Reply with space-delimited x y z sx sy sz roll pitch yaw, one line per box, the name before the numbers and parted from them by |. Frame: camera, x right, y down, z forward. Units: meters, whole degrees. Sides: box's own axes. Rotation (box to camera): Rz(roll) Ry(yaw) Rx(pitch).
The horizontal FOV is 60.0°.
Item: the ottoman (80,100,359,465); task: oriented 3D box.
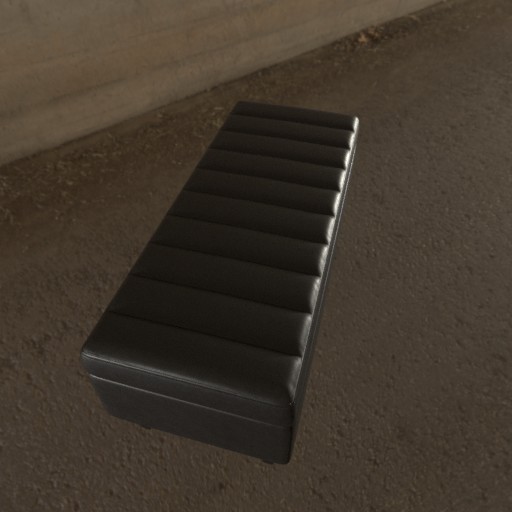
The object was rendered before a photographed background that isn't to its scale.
ottoman | 0.000 0.000 1.411 0.482 0.469 1.151 11 47 11
